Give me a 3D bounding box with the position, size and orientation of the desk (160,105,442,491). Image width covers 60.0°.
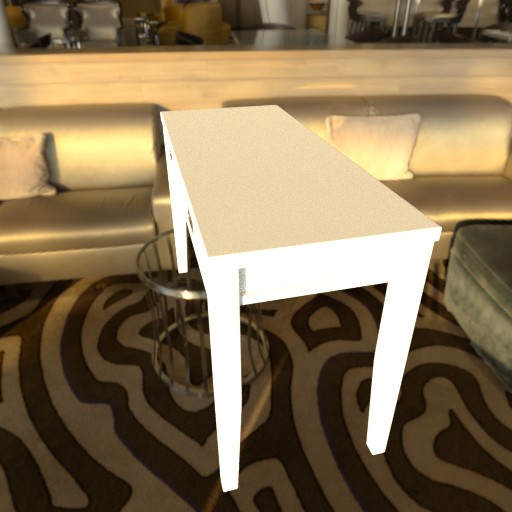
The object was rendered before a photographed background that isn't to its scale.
[{"bbox_3d":[0.000,0.000,1.596,0.508,0.775,1.220,-8,32,-12],"label":"desk"}]
